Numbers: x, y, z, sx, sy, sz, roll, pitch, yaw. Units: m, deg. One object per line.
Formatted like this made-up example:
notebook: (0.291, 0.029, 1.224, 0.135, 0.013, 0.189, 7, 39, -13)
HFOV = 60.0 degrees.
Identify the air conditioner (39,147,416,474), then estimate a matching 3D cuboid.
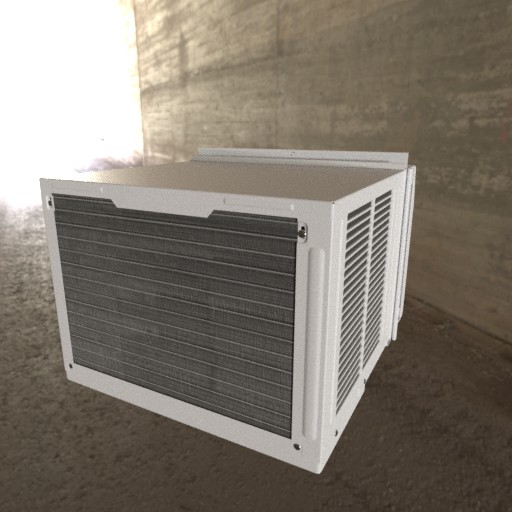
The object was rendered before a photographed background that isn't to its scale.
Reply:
air conditioner: (0.000, 0.000, 0.858, 0.503, 0.388, 0.546, 9, 18, 27)
